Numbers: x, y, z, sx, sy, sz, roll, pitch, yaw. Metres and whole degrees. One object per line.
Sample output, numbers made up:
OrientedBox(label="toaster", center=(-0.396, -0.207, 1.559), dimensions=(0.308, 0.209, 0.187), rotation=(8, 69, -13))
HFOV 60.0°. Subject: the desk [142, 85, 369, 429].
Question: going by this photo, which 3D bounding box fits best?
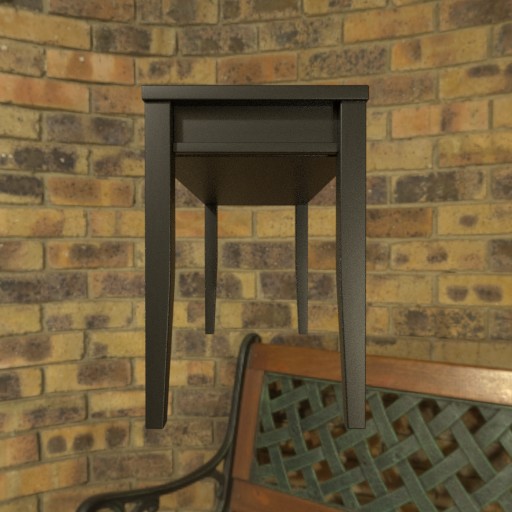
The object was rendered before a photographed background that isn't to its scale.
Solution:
OrientedBox(label="desk", center=(0.000, 0.000, 1.600), dimensions=(0.508, 0.775, 1.220), rotation=(0, 0, 0))
